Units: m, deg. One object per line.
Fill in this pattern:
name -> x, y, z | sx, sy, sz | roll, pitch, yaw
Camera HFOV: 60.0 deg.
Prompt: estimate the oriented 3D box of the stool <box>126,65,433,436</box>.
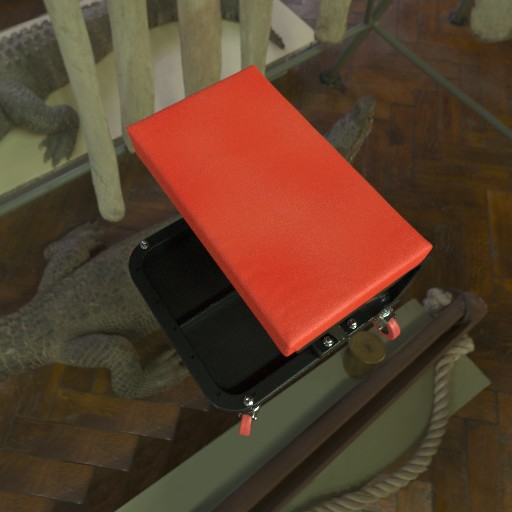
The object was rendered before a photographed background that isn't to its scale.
stool -> 0.000, 0.000, 0.718 | 0.371, 0.380, 0.446 | -32, 68, -15
